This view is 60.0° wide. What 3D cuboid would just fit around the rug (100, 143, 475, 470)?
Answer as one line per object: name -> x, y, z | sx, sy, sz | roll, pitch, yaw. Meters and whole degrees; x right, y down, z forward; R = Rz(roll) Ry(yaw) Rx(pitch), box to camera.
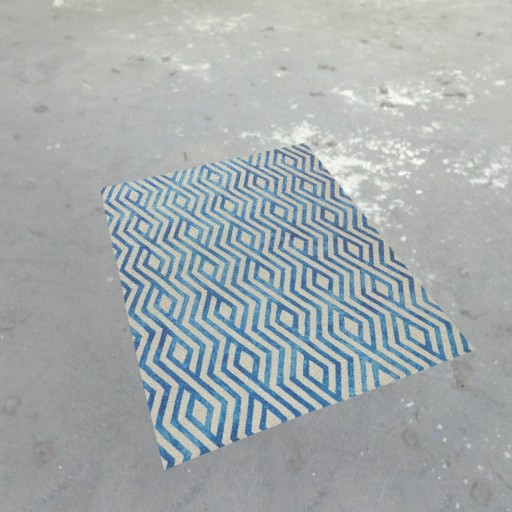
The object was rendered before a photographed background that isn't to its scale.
rug -> 0.000, 0.000, 4.098 | 2.453, 0.008, 3.059 | -16, 49, -14
